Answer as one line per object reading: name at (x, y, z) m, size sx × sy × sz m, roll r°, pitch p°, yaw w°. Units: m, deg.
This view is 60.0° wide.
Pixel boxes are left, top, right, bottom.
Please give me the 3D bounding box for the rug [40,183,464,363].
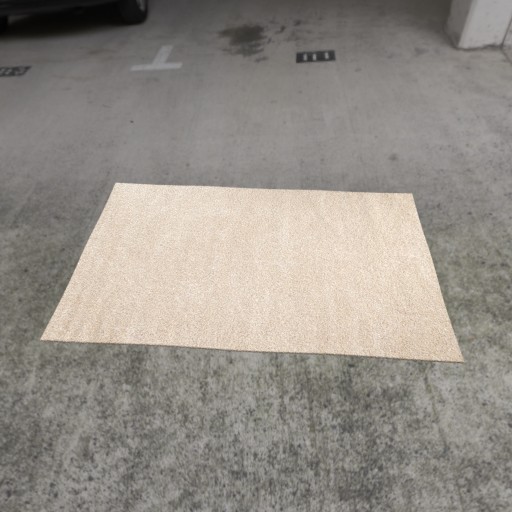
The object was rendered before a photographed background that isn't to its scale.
rug at (0.000, 0.000, 2.982) m, size 2.346 × 0.025 × 1.500 m, roll 2°, pitch 45°, yaw 2°
